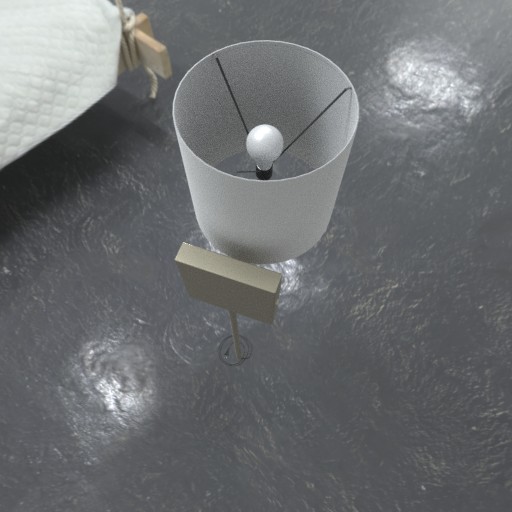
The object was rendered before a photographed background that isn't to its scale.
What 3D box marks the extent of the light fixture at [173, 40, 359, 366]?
[{"bbox_3d":[0.000,0.000,0.700,0.188,0.589,0.248,18,66,8],"label":"light fixture"}]
